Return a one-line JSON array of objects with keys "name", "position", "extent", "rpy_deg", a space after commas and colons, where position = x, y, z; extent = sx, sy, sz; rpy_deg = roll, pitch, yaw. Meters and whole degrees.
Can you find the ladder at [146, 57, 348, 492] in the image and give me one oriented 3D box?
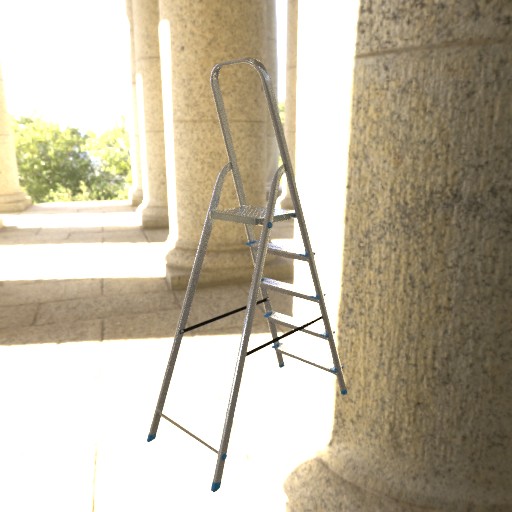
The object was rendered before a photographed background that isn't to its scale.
[{"name": "ladder", "position": [0.000, 0.000, 2.036], "extent": [0.468, 1.648, 0.990], "rpy_deg": [13, 19, 41]}]
